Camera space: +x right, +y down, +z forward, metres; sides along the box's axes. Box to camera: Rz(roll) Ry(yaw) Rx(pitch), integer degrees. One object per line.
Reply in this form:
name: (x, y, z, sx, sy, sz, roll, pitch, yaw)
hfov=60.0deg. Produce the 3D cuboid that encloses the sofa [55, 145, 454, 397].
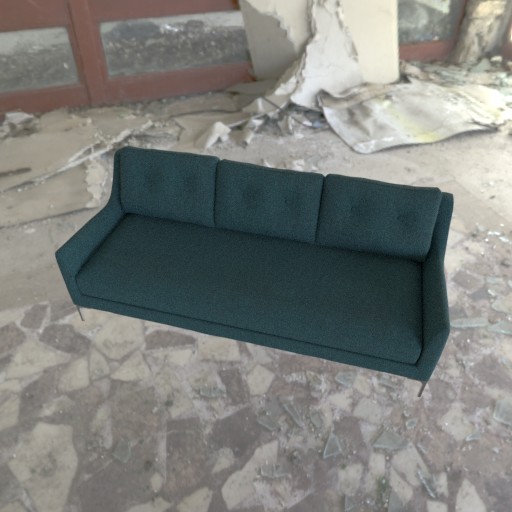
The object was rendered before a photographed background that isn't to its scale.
sofa: (0.000, 0.000, 2.557, 2.060, 0.837, 0.849, 10, 42, 11)
